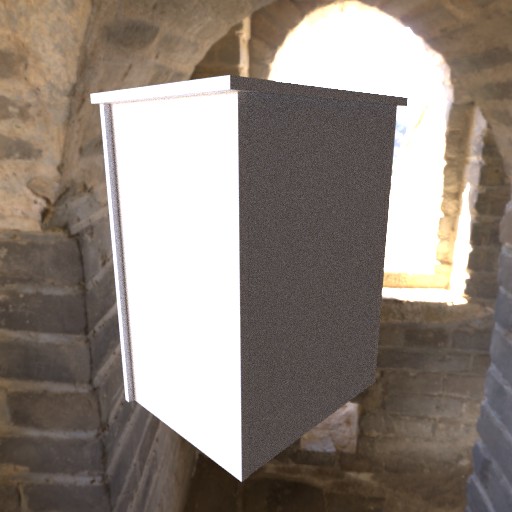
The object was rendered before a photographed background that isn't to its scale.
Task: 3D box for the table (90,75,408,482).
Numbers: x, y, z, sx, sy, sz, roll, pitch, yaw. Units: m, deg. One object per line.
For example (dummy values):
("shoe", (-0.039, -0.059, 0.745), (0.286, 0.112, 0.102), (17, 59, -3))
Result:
("table", (0.000, 0.000, 0.930), (0.381, 0.635, 0.480), (15, 21, 43))
